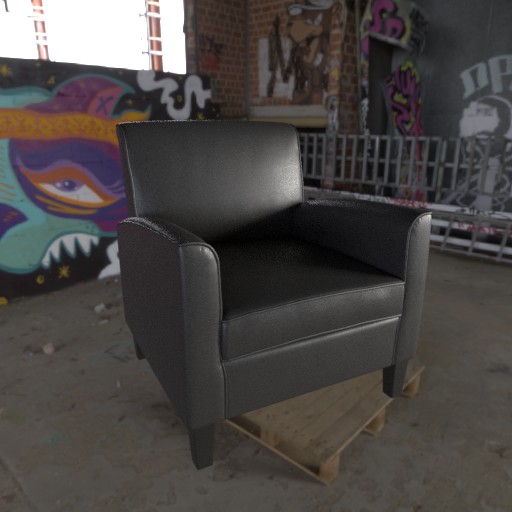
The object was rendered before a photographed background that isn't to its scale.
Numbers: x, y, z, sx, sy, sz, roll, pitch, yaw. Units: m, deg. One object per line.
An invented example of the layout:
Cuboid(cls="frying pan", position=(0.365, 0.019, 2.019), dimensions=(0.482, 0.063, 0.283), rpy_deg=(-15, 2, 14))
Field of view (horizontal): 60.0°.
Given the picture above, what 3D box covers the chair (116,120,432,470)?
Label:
Cuboid(cls="chair", position=(0.000, 0.000, 1.554), dimensions=(0.820, 0.916, 0.819), rpy_deg=(-9, 19, -27))
